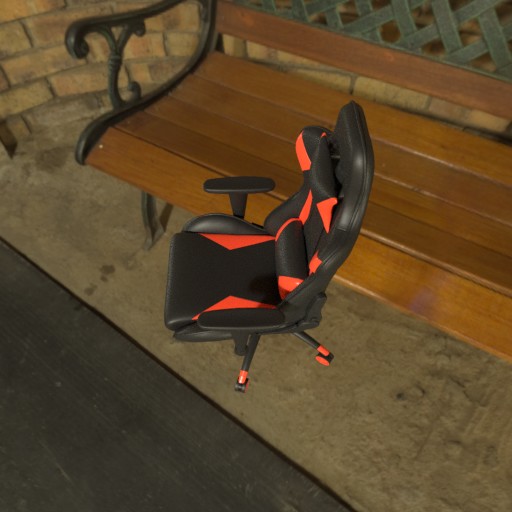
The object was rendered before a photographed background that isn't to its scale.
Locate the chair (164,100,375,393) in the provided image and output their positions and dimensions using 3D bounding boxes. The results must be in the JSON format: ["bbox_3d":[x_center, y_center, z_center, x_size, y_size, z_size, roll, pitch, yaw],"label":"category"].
[{"bbox_3d":[0.000,0.000,1.695,0.730,1.282,0.695,-2,57,-1],"label":"chair"}]
